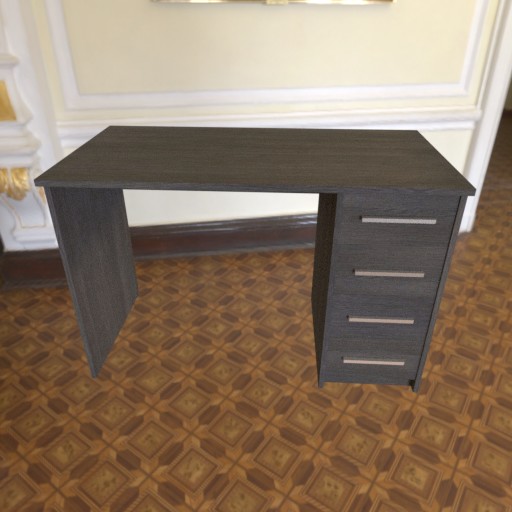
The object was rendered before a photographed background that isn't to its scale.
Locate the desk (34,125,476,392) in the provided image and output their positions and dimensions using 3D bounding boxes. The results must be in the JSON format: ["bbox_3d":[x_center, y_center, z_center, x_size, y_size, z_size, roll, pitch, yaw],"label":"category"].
[{"bbox_3d":[0.000,0.000,1.515,1.096,0.730,0.560,2,30,3],"label":"desk"}]
